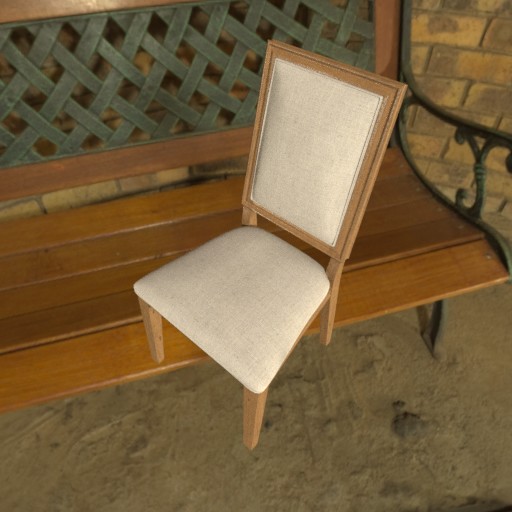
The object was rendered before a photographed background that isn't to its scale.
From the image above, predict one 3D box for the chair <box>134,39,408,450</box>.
[{"bbox_3d":[0.000,0.000,1.329,0.536,0.988,0.601,33,55,28],"label":"chair"}]
